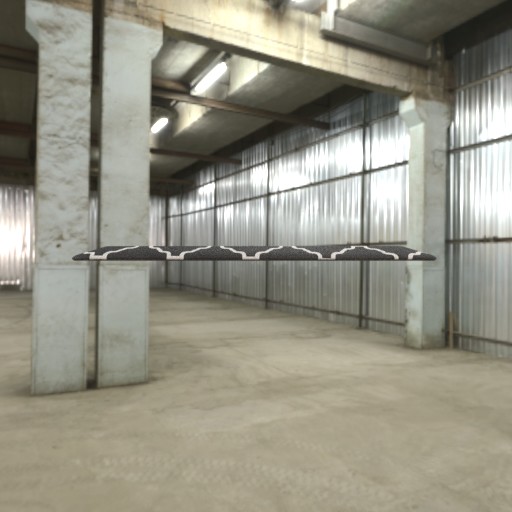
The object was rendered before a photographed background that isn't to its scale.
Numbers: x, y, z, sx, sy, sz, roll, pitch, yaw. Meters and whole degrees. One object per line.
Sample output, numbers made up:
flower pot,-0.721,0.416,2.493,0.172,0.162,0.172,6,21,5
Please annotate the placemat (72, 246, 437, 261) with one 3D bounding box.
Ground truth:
placemat,0.000,0.000,0.966,0.508,0.021,0.762,0,-1,1
